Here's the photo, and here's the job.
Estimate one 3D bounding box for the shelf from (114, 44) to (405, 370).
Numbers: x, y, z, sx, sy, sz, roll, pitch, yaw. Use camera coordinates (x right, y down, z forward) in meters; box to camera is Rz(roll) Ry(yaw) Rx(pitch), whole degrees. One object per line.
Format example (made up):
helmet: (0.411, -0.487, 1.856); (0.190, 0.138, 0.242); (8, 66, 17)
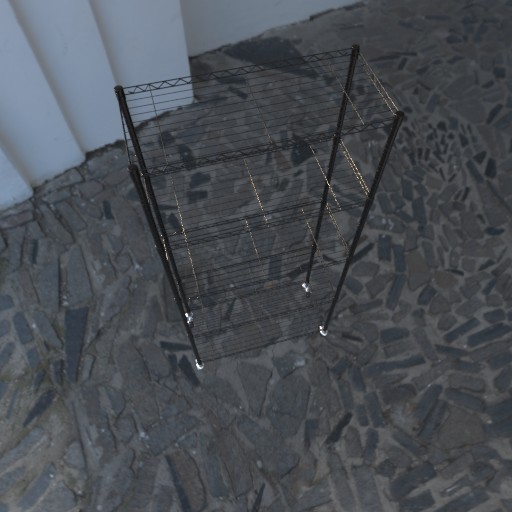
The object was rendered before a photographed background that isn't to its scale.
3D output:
shelf: (0.000, 0.000, 1.925); (0.762, 1.645, 0.356); (-13, 59, -8)
